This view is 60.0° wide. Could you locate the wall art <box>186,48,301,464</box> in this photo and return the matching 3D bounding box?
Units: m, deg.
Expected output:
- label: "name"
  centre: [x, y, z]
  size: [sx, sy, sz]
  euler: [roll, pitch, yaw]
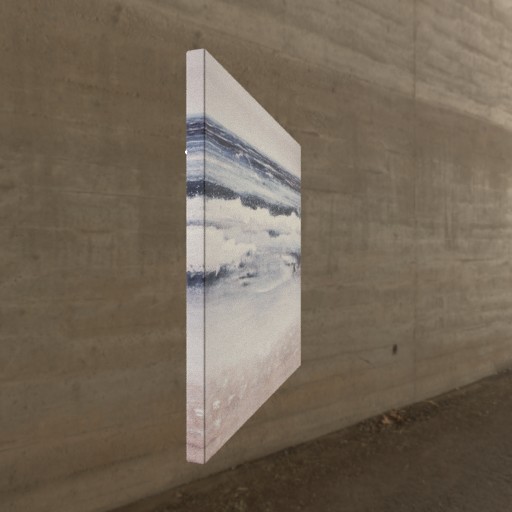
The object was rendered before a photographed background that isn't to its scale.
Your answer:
- label: "wall art"
  centre: [0.000, 0.000, 1.160]
  size: [0.065, 0.747, 0.755]
  euler: [0, 0, 19]
